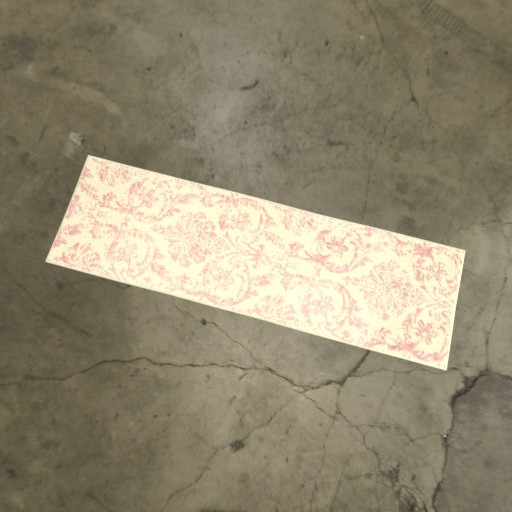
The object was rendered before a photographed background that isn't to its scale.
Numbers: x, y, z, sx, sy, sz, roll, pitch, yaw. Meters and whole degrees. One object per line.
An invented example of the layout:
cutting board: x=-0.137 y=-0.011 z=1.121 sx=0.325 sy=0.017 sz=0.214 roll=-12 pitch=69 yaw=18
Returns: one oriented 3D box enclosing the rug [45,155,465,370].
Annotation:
rug: x=0.000 y=0.000 z=2.416 sx=2.196 sy=0.011 sz=0.662 roll=15 pitch=76 yaw=4
